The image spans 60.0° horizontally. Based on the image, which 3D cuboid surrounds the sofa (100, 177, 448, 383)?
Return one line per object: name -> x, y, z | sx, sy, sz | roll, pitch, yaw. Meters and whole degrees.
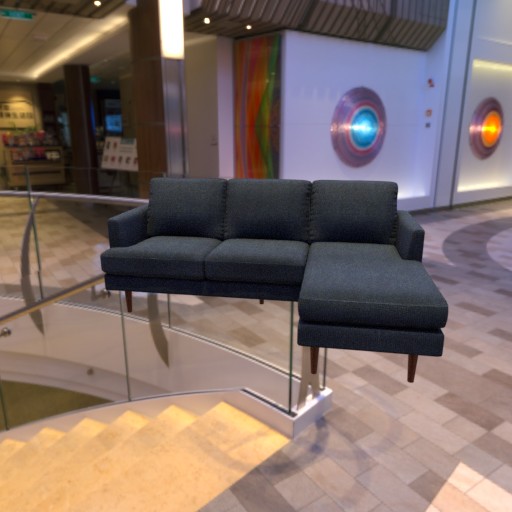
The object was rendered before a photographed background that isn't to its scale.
sofa -> 0.000, 0.000, 3.096 | 2.233, 0.956, 1.504 | 3, 16, 9
